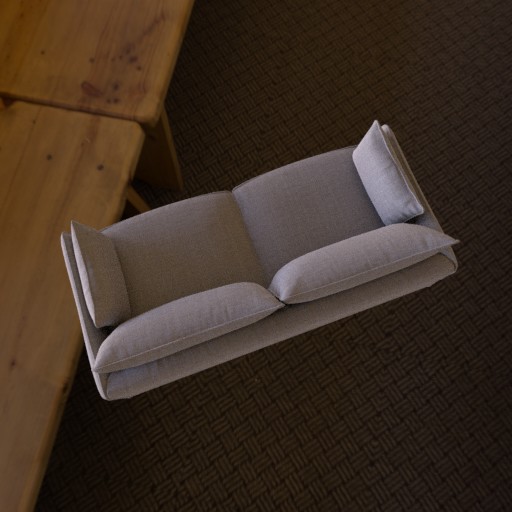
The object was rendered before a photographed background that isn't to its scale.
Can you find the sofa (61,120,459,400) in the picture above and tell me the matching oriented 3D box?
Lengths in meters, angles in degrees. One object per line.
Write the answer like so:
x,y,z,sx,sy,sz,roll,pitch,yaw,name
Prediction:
0.000,0.000,2.514,1.989,0.851,0.972,-19,75,-5,sofa
